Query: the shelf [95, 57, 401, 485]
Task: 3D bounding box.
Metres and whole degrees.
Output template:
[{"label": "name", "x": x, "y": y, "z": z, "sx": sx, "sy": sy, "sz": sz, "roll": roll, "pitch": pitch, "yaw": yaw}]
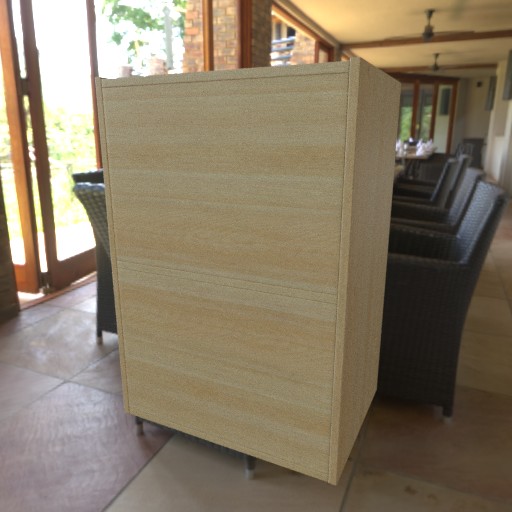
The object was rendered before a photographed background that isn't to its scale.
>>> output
[{"label": "shelf", "x": 0.000, "y": 0.000, "z": 0.797, "sx": 0.414, "sy": 0.592, "sz": 0.290, "roll": 7, "pitch": 17, "yaw": 25}]
